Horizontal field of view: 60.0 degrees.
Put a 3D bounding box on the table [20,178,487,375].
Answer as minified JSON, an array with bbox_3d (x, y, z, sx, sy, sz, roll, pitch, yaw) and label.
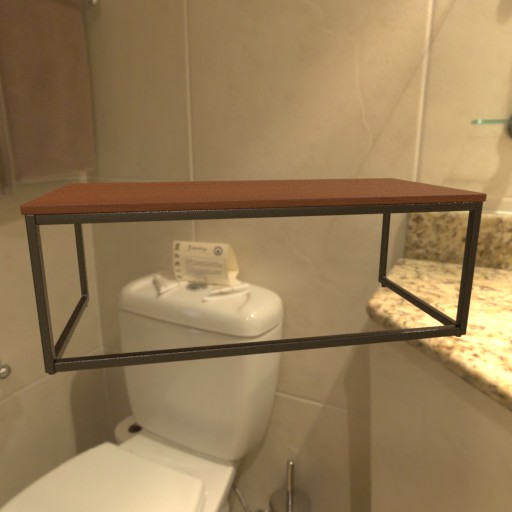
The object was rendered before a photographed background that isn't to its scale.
[{"bbox_3d":[0.000,0.000,1.311,1.100,0.400,0.500,-3,15,-11],"label":"table"}]
